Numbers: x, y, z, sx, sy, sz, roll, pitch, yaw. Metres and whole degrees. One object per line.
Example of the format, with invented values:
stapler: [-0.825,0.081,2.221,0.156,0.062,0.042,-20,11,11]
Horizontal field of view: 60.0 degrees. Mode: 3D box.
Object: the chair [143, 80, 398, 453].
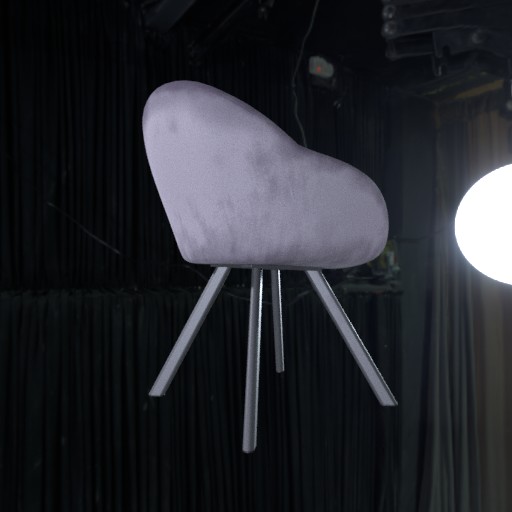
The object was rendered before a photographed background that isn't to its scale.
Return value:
chair: [0.000,0.000,1.206,0.590,0.795,0.550,0,-1,-37]
